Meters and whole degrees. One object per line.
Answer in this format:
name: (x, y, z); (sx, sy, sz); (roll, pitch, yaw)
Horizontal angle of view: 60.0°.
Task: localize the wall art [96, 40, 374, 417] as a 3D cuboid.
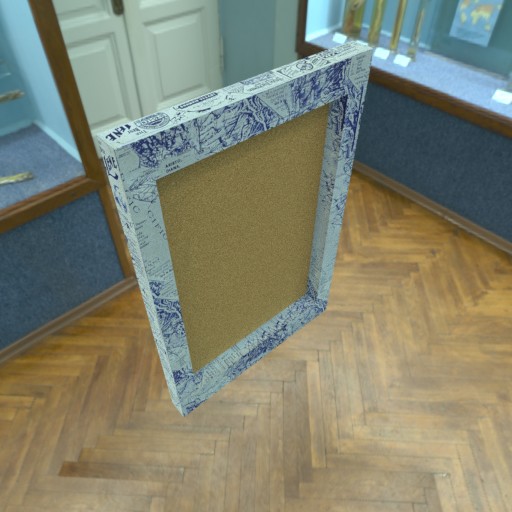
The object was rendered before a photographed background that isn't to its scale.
wall art: (0.000, 0.000, 0.475); (0.255, 0.376, 0.025); (-31, 53, -27)
